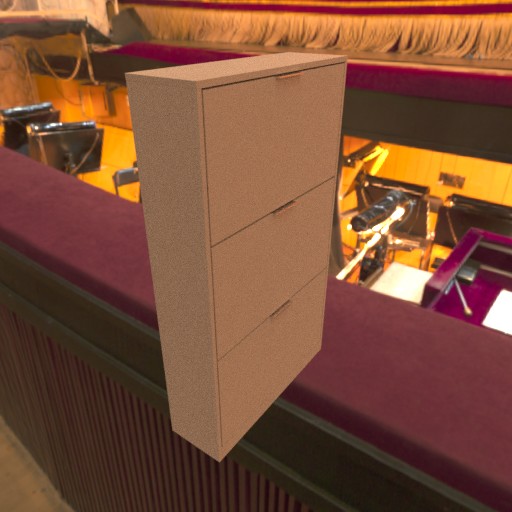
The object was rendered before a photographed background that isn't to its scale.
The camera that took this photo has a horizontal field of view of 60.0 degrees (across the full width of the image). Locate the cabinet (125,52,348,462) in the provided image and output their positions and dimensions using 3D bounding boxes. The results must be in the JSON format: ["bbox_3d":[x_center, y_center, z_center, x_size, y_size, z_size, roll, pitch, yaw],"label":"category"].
[{"bbox_3d":[0.000,0.000,1.596,0.250,1.280,0.750,19,34,31],"label":"cabinet"}]
